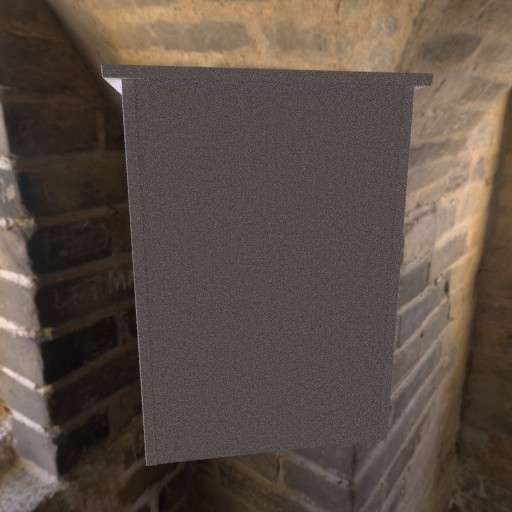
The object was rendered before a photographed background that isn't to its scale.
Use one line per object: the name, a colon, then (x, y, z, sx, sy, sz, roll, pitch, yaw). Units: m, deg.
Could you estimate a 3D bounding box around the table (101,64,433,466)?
table: (0.000, 0.000, 0.886, 0.480, 0.635, 0.381, -2, 13, -9)
